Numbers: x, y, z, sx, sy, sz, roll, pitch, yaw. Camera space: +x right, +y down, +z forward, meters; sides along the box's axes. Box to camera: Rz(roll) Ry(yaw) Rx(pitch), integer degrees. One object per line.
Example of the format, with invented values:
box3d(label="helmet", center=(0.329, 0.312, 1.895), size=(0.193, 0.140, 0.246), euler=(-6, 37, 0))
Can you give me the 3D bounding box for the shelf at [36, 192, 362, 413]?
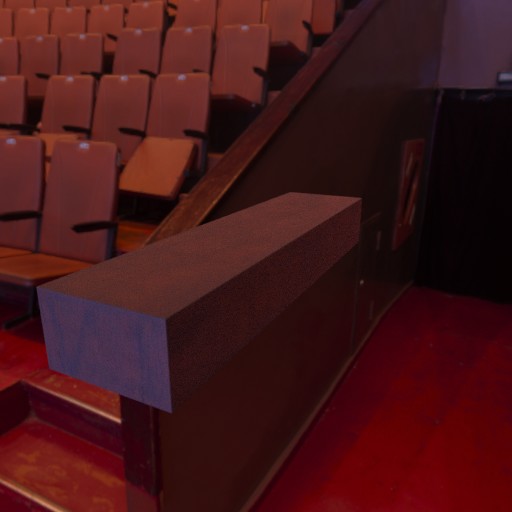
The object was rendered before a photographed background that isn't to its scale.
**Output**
box3d(label="shelf", center=(0.000, 0.000, 0.654), size=(0.152, 0.088, 0.607), euler=(9, 20, 26))
